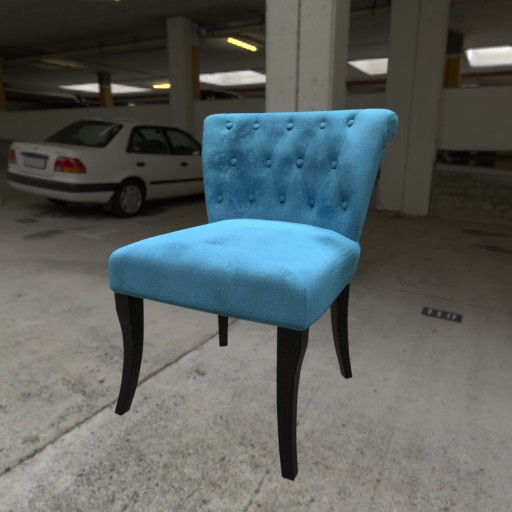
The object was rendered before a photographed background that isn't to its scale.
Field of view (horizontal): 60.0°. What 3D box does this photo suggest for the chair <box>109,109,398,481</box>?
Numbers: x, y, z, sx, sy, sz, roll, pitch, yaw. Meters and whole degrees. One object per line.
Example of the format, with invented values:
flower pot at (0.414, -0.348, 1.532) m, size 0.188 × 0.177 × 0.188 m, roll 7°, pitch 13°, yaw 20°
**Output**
chair at (0.000, 0.000, 1.169) m, size 0.582 × 0.750 × 0.605 m, roll 8°, pitch 16°, yaw 27°
